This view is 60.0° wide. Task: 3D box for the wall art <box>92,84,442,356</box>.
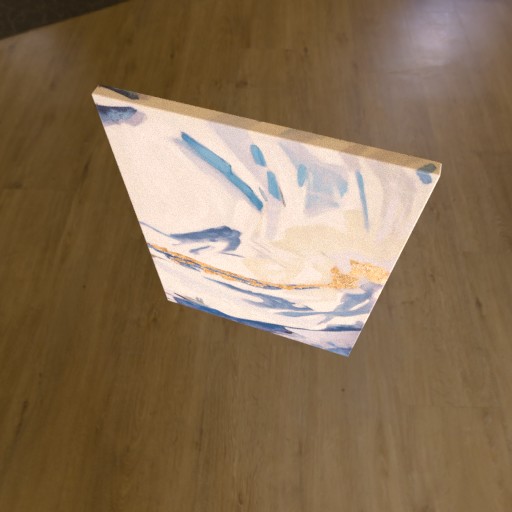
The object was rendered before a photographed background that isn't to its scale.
[{"bbox_3d":[0.000,0.000,1.355,0.761,1.015,0.038,16,59,10],"label":"wall art"}]
